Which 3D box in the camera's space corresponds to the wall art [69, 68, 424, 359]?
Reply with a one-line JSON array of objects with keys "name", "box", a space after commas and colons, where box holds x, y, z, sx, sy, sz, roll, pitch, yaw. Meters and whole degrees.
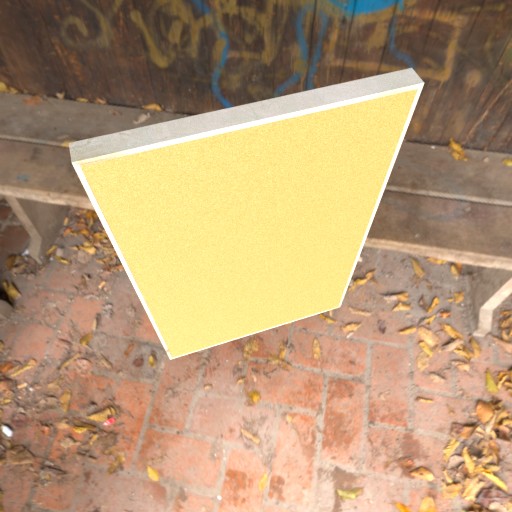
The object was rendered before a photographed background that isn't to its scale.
[{"name": "wall art", "box": [0.000, 0.000, 0.942, 0.508, 0.764, 0.038, -16, 59, -9]}]
